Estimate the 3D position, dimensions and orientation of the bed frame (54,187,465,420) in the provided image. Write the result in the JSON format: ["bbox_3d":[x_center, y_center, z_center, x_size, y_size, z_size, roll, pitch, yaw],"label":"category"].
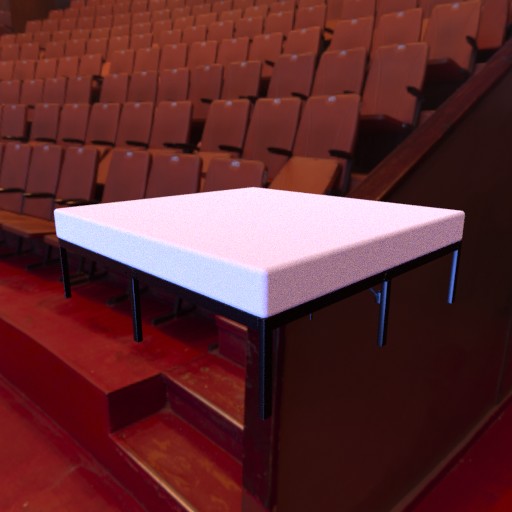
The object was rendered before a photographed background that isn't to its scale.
[{"bbox_3d":[0.000,0.000,3.131,1.963,0.659,2.079,-14,21,-43],"label":"bed frame"}]
